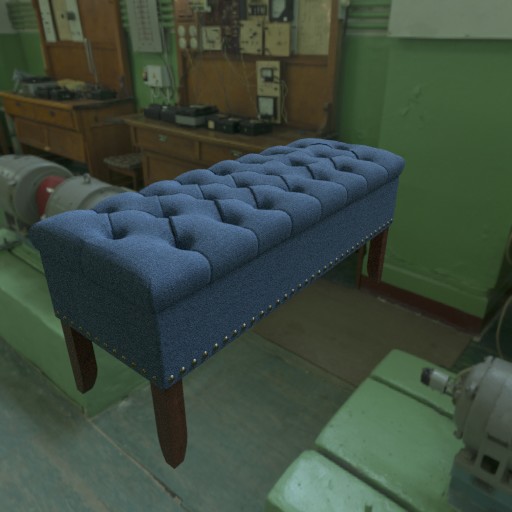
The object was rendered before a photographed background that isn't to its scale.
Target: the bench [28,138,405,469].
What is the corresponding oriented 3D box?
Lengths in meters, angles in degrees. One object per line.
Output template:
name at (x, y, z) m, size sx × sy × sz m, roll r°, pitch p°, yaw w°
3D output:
bench at (0.000, 0.000, 1.282) m, size 0.417 × 0.492 × 1.052 m, roll 20°, pitch 33°, yaw 34°
